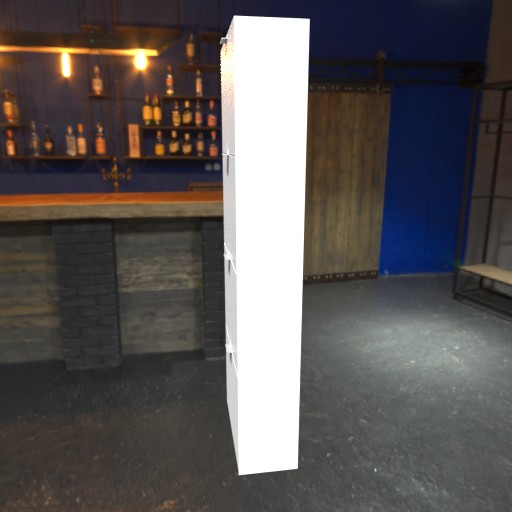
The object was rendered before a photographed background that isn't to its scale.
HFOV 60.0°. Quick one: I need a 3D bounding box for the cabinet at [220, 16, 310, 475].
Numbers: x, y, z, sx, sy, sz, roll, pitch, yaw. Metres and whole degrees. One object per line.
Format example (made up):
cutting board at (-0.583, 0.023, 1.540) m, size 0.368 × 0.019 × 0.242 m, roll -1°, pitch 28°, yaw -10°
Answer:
cabinet at (0.000, 0.000, 1.800) m, size 0.255 × 1.630 × 0.520 m, roll -2°, pitch 14°, yaw -8°
